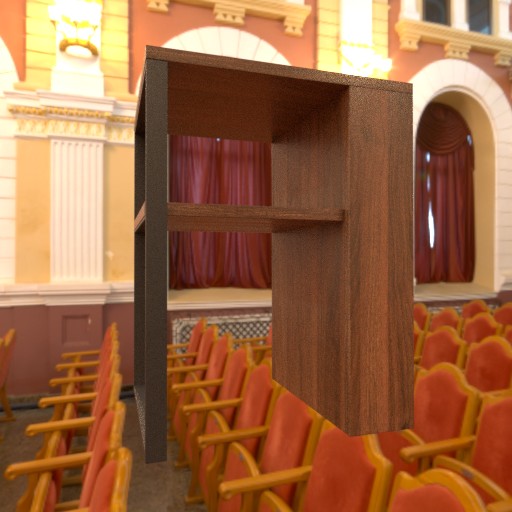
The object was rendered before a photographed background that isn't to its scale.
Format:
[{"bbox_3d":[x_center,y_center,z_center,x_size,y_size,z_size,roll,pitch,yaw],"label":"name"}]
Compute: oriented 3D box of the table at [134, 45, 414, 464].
[{"bbox_3d":[0.000,0.000,1.529,0.786,1.041,0.660,0,-1,-18],"label":"table"}]
